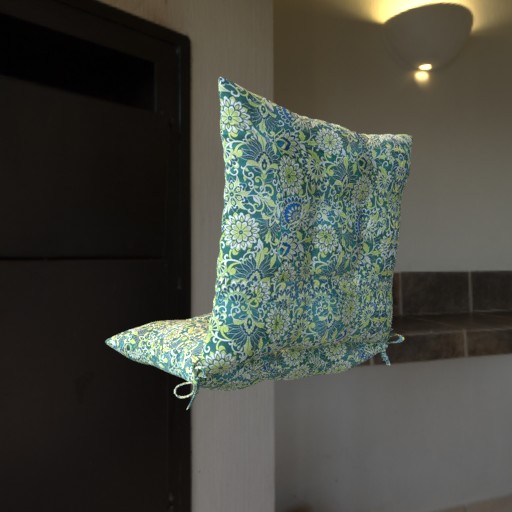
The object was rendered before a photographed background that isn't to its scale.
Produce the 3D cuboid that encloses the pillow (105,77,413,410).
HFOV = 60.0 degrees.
[{"bbox_3d":[0.000,0.000,1.020,0.541,0.536,0.585,1,-1,-36],"label":"pillow"}]
